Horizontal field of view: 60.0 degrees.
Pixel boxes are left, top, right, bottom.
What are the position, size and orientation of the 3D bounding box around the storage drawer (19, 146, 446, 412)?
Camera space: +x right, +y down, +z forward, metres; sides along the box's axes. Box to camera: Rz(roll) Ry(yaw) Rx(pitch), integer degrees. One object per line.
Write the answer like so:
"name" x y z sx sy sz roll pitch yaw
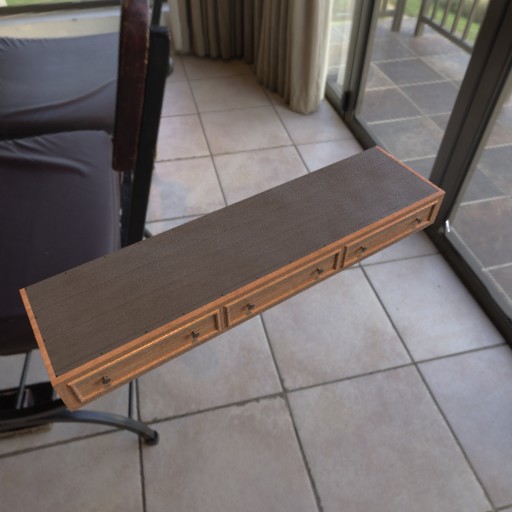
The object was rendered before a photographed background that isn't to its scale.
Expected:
"storage drawer" 0.000 0.000 2.187 2.032 0.264 0.538 -25 52 -21
